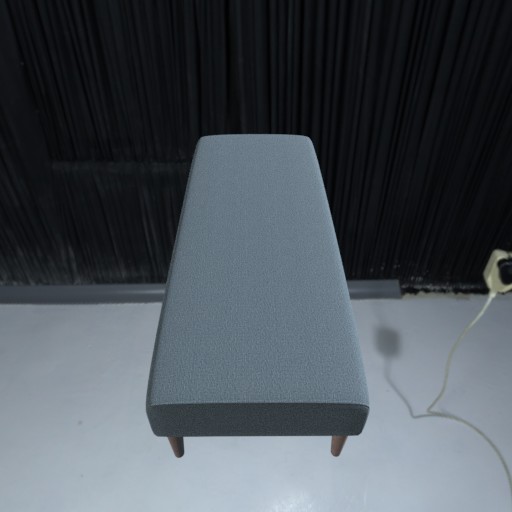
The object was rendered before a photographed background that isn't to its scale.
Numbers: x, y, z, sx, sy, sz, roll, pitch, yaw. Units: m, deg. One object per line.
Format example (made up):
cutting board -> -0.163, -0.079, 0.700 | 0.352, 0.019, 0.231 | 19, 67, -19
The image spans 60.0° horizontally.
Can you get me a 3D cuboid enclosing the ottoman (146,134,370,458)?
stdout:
ottoman -> 0.000, 0.000, 1.892 | 0.646, 0.393, 1.609 | 0, 41, 0
